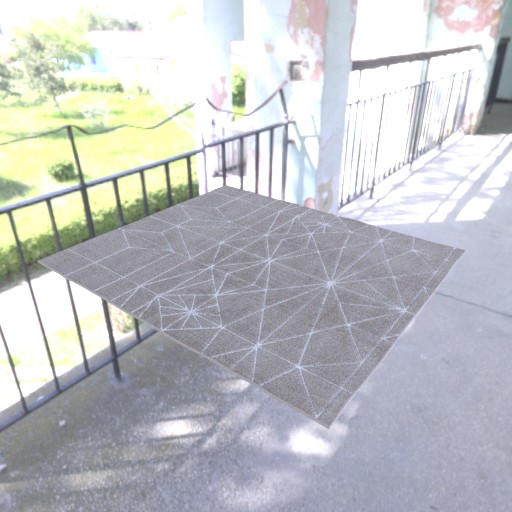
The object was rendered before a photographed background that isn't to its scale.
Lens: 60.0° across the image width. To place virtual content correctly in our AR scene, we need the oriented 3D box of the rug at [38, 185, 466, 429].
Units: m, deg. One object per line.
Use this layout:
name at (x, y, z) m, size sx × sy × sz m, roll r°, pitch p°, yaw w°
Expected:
rug at (0.000, 0.000, 0.867) m, size 0.639 × 0.006 × 0.548 m, roll 20°, pitch 35°, yaw 33°
